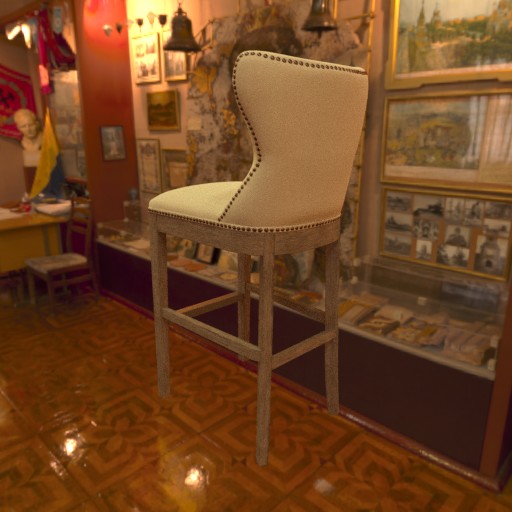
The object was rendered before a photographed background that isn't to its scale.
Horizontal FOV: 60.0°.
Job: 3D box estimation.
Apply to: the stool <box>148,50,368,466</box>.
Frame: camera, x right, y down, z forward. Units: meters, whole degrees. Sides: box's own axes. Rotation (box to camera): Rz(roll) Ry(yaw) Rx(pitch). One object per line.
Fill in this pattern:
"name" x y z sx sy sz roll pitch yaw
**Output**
"stool" 0.000 0.000 1.429 0.494 1.123 0.606 -14 21 -42
